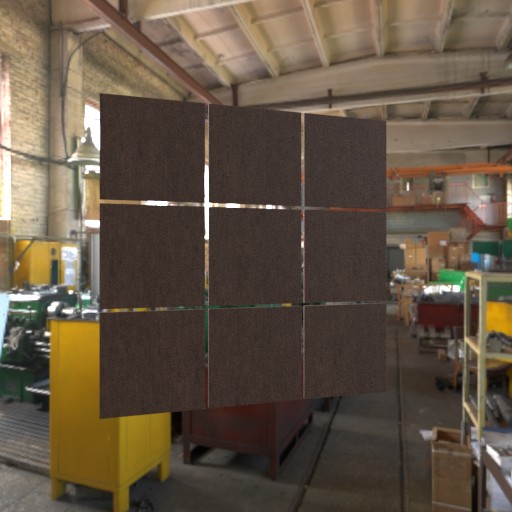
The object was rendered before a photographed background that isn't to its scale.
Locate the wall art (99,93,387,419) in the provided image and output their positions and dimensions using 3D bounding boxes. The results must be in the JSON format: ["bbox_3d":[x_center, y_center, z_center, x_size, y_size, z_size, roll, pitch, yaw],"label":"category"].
[{"bbox_3d":[0.000,0.000,2.292,1.527,1.525,0.014,0,0,-16],"label":"wall art"}]
